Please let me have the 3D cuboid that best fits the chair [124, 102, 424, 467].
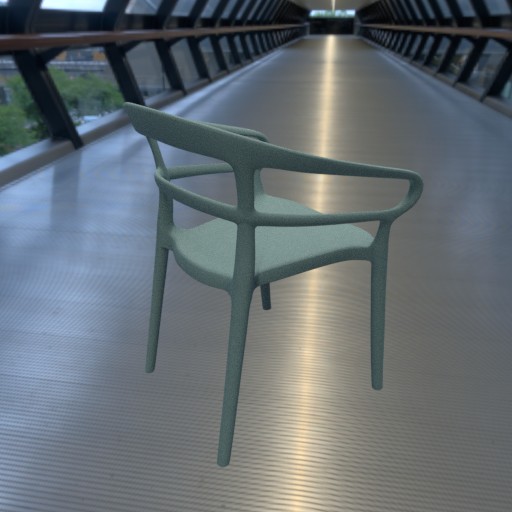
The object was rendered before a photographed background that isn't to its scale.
[{"bbox_3d":[0.000,0.000,1.110,0.527,0.761,0.559,-19,32,-33],"label":"chair"}]
